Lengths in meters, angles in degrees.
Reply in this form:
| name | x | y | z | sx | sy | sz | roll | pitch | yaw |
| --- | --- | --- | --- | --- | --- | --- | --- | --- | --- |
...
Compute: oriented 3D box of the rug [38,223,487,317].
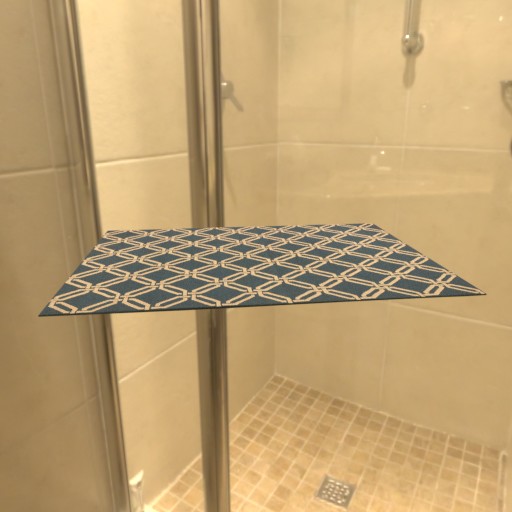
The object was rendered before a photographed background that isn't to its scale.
| name | x | y | z | sx | sy | sz | roll | pitch | yaw |
| --- | --- | --- | --- | --- | --- | --- | --- | --- | --- |
| rug | 0.000 | 0.000 | 4.419 | 3.342 | 0.018 | 2.432 | -2 | 18 | -6 |
